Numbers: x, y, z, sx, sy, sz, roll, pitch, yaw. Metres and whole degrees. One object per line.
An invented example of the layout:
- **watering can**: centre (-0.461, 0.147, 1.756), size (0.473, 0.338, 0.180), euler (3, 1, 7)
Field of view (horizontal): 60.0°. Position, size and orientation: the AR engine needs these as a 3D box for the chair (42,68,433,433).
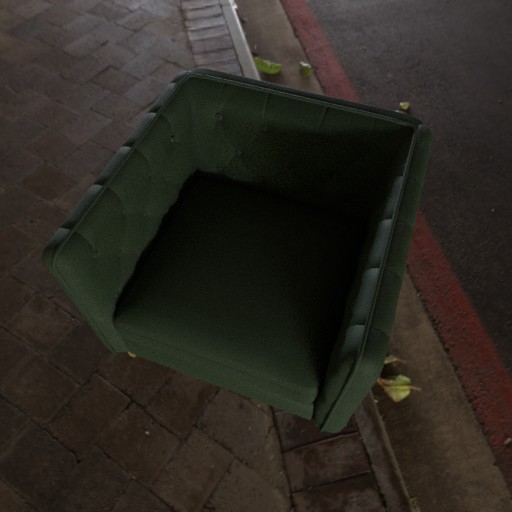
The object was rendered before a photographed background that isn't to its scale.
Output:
- **chair**: centre (0.000, 0.000, 1.532), size (0.917, 0.768, 0.855), euler (17, 58, 11)
